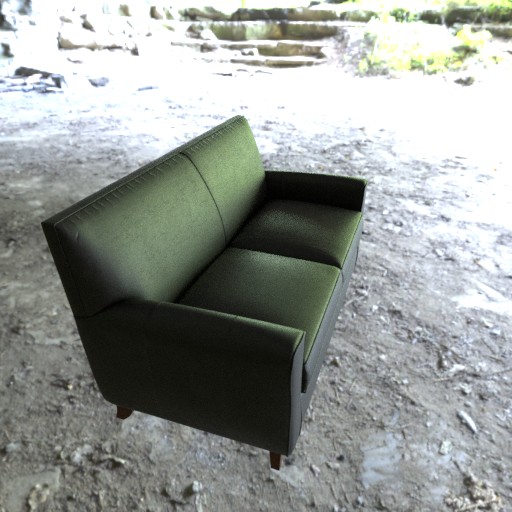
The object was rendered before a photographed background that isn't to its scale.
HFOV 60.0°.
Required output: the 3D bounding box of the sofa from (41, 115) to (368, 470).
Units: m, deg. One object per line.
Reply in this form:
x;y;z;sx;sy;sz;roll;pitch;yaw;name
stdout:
0.000;0.000;1.956;0.787;0.871;1.473;10;31;17;sofa
